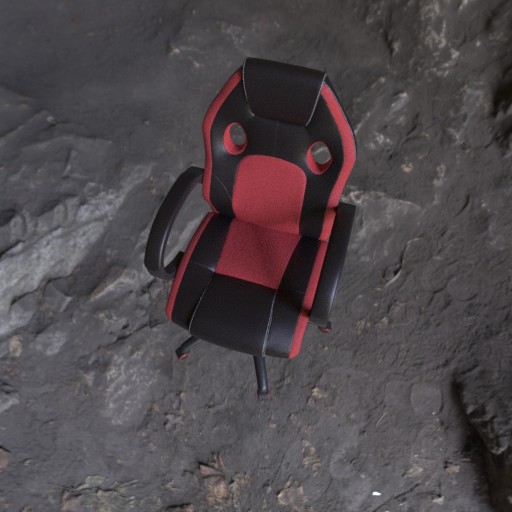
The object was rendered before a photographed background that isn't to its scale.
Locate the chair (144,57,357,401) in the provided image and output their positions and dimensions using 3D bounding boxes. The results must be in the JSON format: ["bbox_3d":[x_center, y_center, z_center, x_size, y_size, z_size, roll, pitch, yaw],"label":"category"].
[{"bbox_3d":[0.000,0.000,1.716,0.750,1.189,0.783,15,60,9],"label":"chair"}]
